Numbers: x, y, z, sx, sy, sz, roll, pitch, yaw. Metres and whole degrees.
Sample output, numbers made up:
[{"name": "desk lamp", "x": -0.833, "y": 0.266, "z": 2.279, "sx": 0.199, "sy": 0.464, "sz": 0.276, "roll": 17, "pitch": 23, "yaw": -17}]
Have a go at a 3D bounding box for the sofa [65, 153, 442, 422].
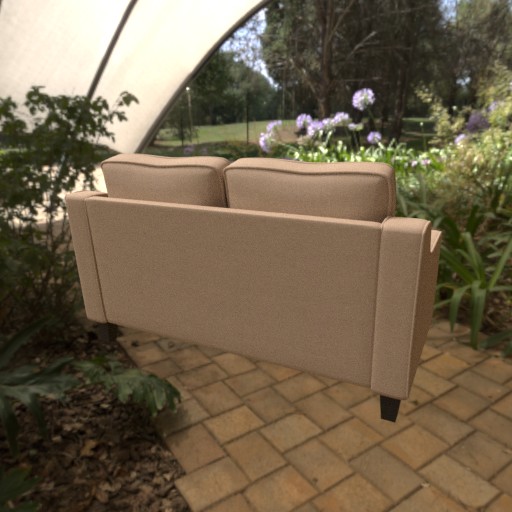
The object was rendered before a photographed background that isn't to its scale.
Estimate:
[{"name": "sofa", "x": 0.000, "y": 0.000, "z": 3.483, "sx": 2.587, "sy": 1.562, "sz": 1.351, "roll": 8, "pitch": 18, "yaw": 26}]
